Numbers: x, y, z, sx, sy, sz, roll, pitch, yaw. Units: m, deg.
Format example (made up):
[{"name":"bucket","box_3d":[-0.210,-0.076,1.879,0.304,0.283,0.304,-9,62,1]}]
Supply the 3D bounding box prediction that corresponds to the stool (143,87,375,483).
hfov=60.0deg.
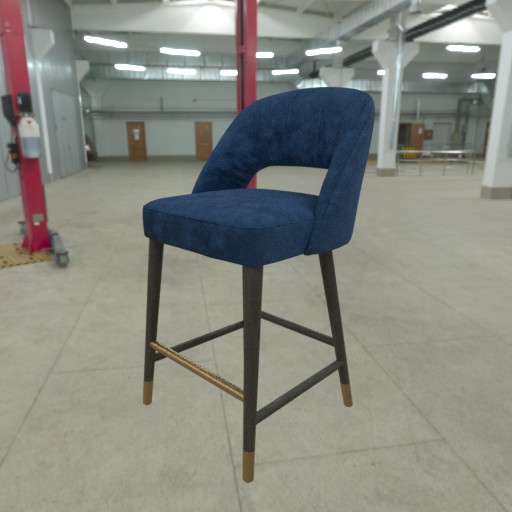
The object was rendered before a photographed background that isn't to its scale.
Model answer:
[{"name":"stool","box_3d":[0.000,0.000,1.251,0.536,0.925,0.524,15,21,43]}]
